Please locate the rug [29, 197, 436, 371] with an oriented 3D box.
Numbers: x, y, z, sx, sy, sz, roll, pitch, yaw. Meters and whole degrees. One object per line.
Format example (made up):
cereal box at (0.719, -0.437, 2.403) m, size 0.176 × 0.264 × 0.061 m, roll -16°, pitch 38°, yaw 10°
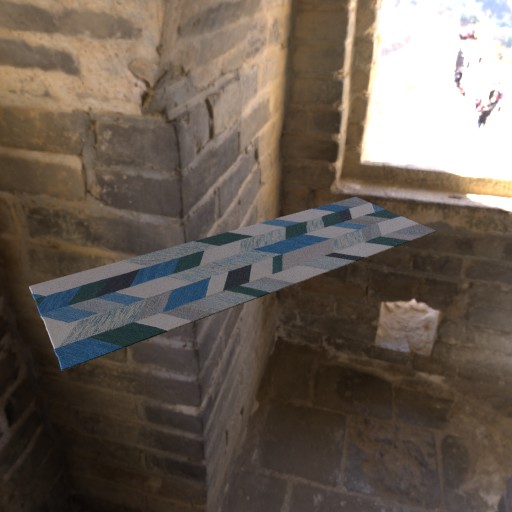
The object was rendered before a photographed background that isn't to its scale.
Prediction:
rug at (0.000, 0.000, 2.705) m, size 2.437 × 0.008 × 0.774 m, roll -18°, pitch 33°, yaw -29°
